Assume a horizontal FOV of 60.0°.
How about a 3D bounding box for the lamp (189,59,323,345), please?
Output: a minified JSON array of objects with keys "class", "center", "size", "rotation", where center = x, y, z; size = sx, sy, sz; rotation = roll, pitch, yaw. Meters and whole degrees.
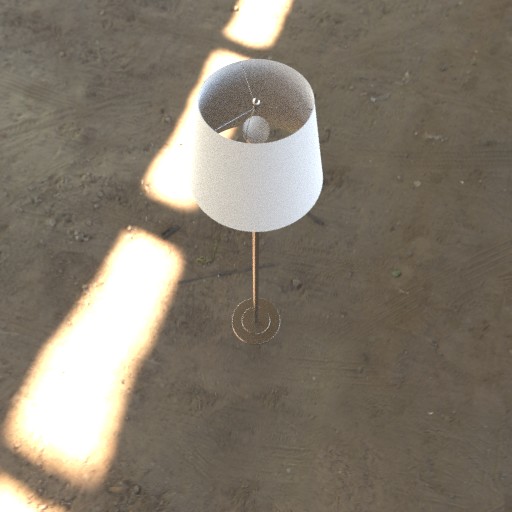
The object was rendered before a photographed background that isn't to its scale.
[{"class":"lamp","center":[0.000,0.000,1.605],"size":[0.355,1.473,0.355],"rotation":[0,63,0]}]
